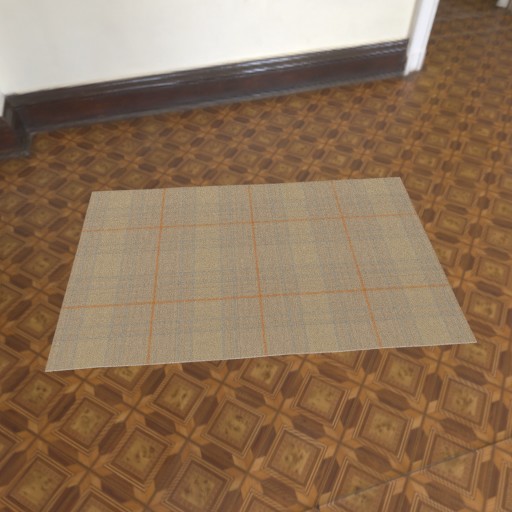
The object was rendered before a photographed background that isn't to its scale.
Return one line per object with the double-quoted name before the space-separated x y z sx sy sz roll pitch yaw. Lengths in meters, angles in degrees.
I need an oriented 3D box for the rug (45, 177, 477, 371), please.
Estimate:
"rug" 0.000 0.000 3.003 2.442 0.016 1.527 -3 48 -3
